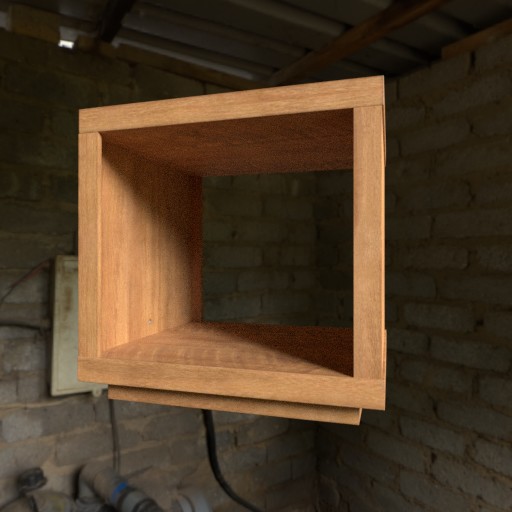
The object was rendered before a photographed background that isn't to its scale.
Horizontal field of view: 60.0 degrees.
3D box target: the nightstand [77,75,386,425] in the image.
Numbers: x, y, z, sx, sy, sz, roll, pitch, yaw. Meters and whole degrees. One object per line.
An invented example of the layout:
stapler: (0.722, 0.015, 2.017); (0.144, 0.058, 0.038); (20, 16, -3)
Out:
nightstand: (0.000, 0.000, 0.877); (0.493, 0.491, 0.436); (0, 0, 17)
